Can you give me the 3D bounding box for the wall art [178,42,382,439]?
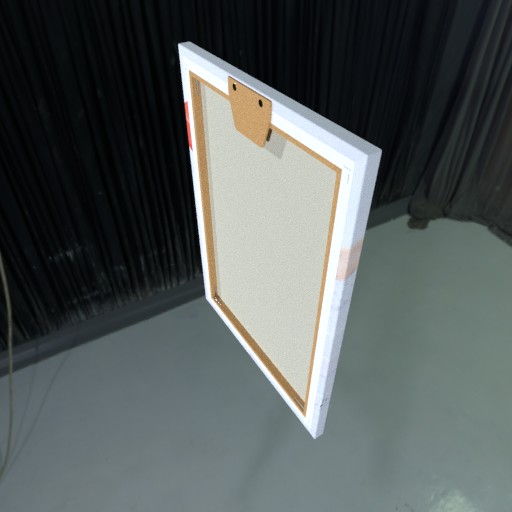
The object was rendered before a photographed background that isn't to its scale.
[{"bbox_3d":[0.000,0.000,1.102,0.036,0.848,0.613,-23,47,-24],"label":"wall art"}]
